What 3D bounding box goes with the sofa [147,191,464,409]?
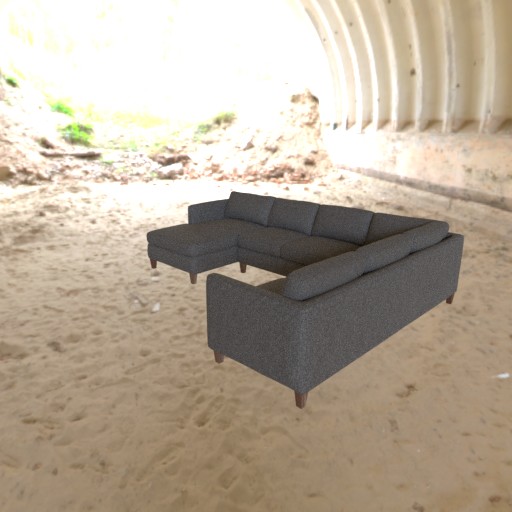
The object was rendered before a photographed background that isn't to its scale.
[{"bbox_3d":[0.000,0.000,4.561,3.238,0.853,2.551,16,23,42],"label":"sofa"}]
